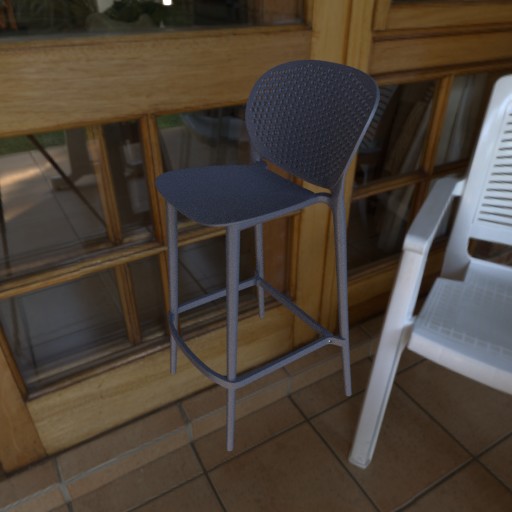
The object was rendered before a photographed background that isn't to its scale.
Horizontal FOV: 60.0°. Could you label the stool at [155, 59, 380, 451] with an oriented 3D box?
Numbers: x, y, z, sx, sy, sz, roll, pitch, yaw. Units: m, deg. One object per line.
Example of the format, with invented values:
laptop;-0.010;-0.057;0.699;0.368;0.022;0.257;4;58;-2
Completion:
stool;0.000;0.000;1.349;0.535;1.045;0.536;-21;38;-30
